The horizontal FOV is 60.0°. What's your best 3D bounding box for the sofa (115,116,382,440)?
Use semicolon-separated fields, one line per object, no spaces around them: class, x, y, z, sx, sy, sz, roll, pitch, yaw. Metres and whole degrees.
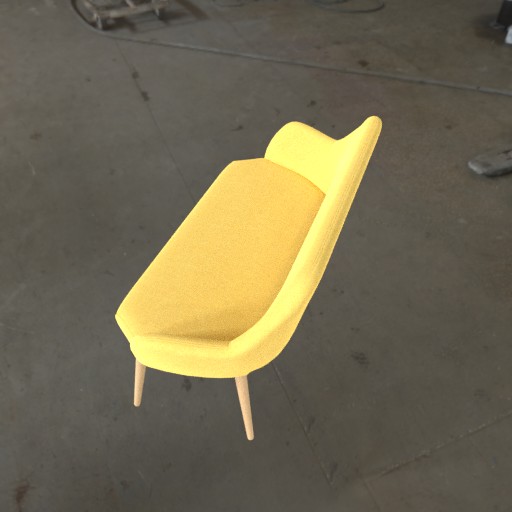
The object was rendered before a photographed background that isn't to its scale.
sofa;0.000;0.000;1.608;0.610;0.840;1.150;17;49;15
